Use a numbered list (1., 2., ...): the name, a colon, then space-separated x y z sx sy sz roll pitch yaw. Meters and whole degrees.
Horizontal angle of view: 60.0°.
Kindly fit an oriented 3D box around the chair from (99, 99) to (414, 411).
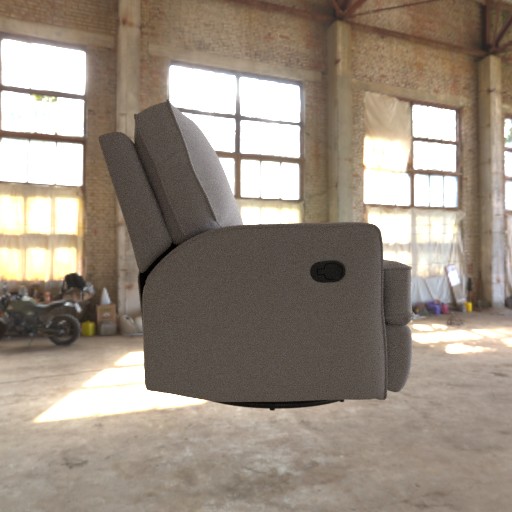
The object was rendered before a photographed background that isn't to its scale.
1. chair: 0.000 0.000 1.704 0.969 0.964 0.861 0 -1 -1
